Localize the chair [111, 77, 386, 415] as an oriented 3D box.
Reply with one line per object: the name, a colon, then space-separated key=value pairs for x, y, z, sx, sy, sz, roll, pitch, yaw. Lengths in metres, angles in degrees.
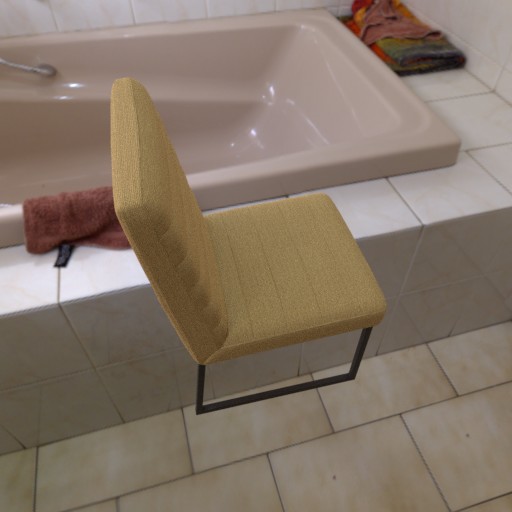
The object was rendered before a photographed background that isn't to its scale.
chair: x=0.000 y=0.000 z=1.307 sx=0.634 sy=0.930 sz=0.520 roll=-10 pitch=48 yaw=-9
